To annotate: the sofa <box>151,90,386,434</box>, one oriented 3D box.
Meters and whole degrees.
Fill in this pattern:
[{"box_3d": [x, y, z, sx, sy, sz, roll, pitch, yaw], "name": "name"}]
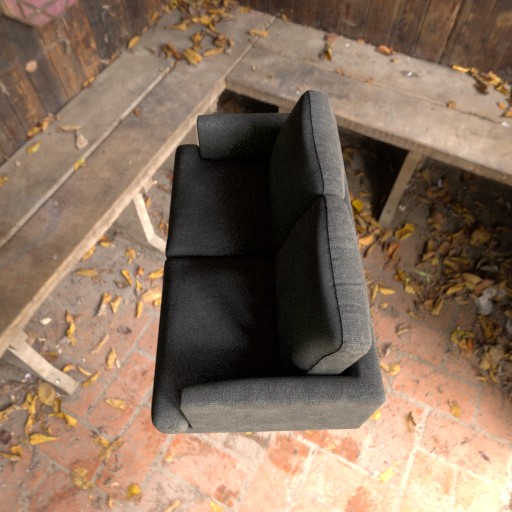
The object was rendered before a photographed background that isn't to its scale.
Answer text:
[{"box_3d": [0.000, 0.000, 2.175, 0.903, 0.956, 1.582, -1, 58, -1], "name": "sofa"}]
